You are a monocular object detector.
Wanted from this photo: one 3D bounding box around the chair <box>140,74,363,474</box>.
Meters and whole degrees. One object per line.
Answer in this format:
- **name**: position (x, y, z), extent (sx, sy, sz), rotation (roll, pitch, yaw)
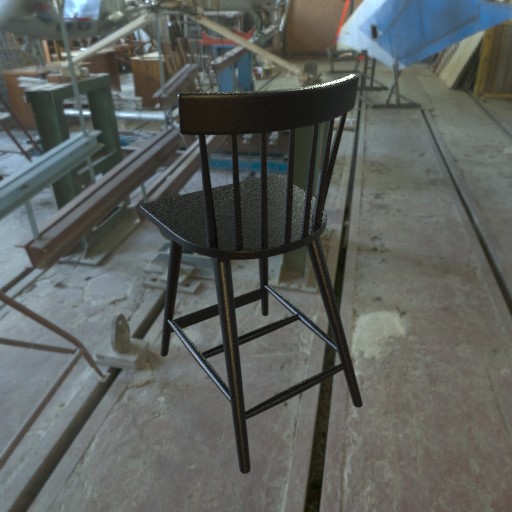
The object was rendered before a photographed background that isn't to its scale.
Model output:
- **chair**: position (0.000, 0.000, 1.264), extent (0.483, 0.952, 0.572), rotation (-18, 34, -28)
